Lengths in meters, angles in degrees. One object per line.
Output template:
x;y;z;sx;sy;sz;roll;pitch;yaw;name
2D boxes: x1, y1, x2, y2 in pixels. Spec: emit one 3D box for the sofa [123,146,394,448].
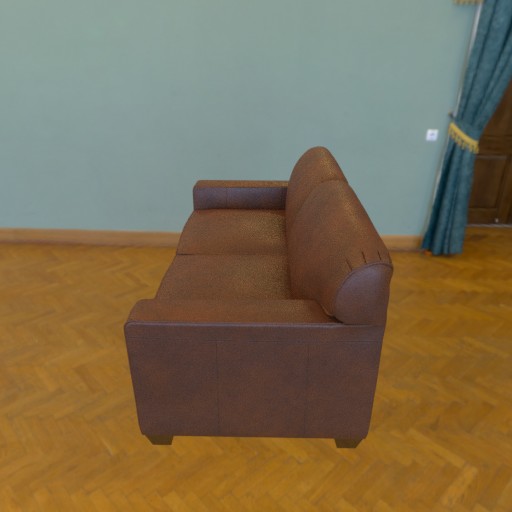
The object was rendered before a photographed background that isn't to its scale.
0.000;0.000;2.478;1.000;0.966;1.856;1;26;1;sofa
